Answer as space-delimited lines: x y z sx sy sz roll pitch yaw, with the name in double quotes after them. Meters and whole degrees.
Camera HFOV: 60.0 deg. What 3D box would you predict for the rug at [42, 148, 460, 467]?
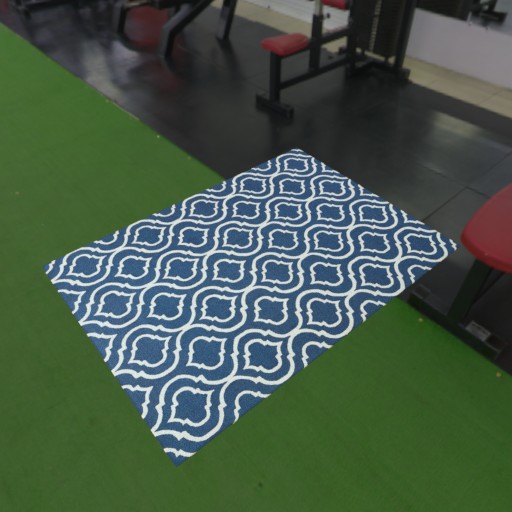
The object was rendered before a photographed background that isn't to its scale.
0.000 0.000 2.768 2.134 0.010 1.524 -30 52 -27 "rug"
